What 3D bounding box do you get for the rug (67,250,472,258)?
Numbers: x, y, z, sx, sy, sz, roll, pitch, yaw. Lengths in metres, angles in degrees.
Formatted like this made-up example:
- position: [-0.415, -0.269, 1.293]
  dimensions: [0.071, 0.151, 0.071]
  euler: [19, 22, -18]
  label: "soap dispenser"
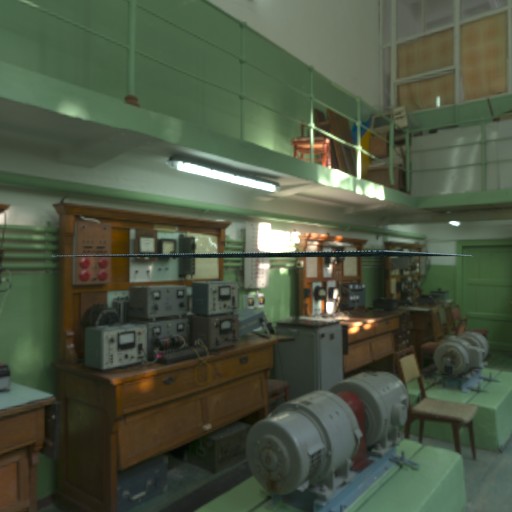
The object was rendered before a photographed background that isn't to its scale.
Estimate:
- position: [0.000, 0.000, 2.300]
  dimensions: [1.835, 0.003, 1.206]
  euler: [-1, -1, 37]
  label: "rug"
